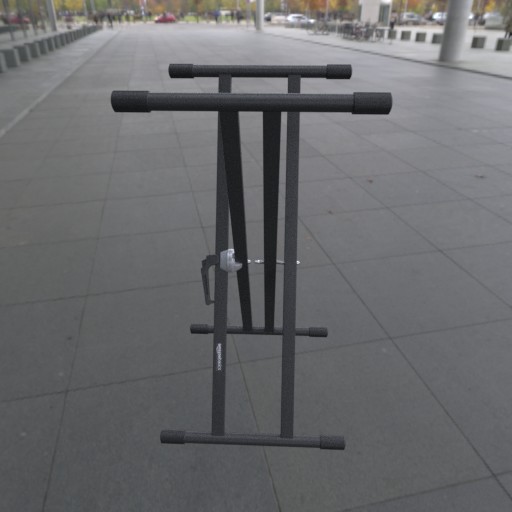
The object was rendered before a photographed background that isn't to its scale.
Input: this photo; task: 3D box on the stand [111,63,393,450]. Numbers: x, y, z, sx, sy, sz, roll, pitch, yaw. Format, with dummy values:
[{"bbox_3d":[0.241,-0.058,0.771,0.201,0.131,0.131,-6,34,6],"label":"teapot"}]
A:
[{"bbox_3d":[0.000,0.000,1.183,0.495,0.900,0.503,1,29,2],"label":"stand"}]
